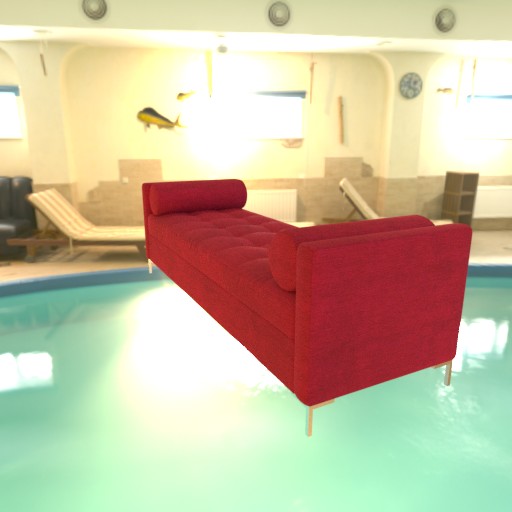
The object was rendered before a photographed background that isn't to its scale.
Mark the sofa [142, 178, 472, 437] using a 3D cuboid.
[{"bbox_3d":[0.000,0.000,2.310,0.686,0.635,1.981,-8,17,-26],"label":"sofa"}]
